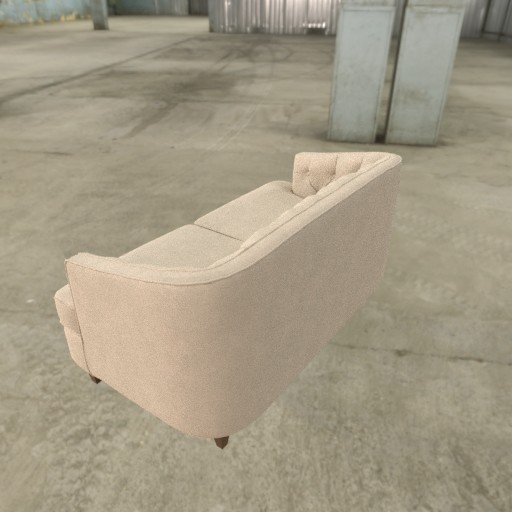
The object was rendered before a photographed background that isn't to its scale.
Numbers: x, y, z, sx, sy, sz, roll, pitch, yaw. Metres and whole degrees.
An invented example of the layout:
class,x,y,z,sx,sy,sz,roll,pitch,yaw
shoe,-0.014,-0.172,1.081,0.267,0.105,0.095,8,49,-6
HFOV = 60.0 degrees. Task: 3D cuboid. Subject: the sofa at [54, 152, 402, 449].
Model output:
class,x,y,z,sx,sy,sz,roll,pitch,yaw
sofa,0.000,0.000,2.259,0.940,0.878,1.731,20,36,31
